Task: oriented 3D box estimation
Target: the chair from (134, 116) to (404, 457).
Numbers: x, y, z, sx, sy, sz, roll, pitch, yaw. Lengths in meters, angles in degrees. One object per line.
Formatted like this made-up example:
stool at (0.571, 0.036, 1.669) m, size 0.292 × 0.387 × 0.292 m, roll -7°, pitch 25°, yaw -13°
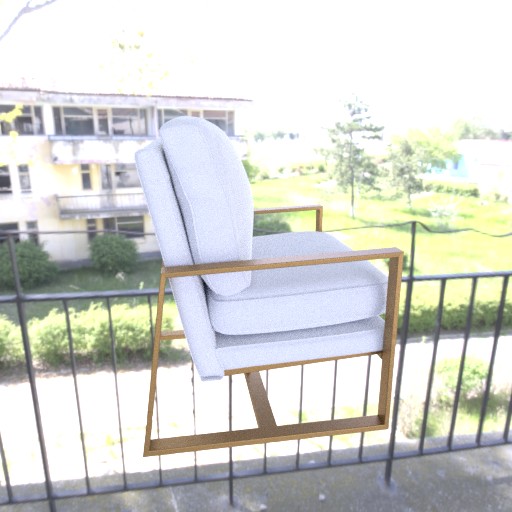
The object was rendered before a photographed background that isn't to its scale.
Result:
chair at (0.000, 0.000, 1.612) m, size 0.813 × 0.966 × 0.805 m, roll -3°, pitch 17°, yaw -9°
